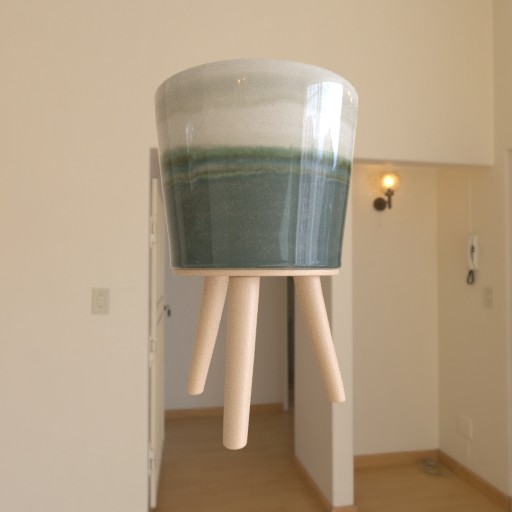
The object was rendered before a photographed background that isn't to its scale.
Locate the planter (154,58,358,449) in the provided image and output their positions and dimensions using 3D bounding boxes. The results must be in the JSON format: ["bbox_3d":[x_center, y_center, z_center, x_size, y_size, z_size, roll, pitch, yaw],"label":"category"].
[{"bbox_3d":[0.000,0.000,0.477,0.217,0.331,0.217,1,-2,-36],"label":"planter"}]
